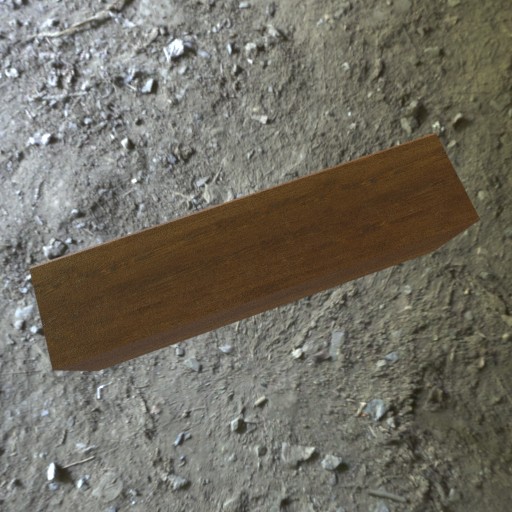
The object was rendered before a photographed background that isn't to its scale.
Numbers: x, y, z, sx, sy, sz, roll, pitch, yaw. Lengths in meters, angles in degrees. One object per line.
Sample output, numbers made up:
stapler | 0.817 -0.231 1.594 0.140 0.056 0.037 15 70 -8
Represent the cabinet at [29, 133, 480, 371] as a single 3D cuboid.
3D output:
cabinet | 0.000 0.000 1.856 1.600 0.510 0.419 -19 76 -5
